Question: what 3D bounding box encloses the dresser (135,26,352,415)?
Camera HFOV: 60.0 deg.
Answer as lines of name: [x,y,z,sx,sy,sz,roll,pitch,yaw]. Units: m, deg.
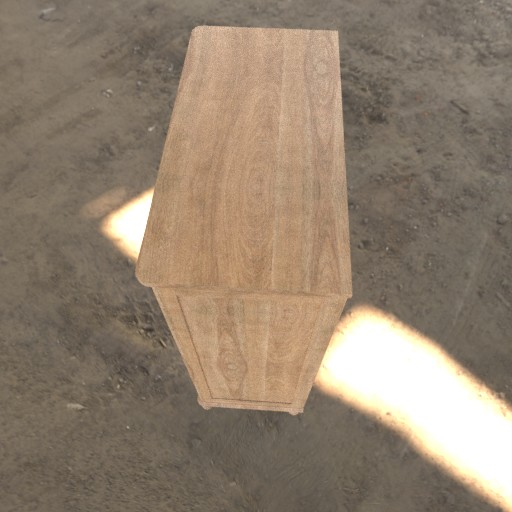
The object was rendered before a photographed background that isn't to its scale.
dresser: [0.000,0.000,1.782,0.484,1.318,0.973,3,59,2]
